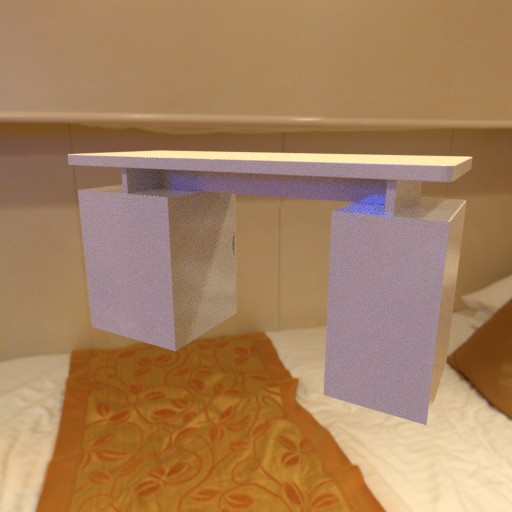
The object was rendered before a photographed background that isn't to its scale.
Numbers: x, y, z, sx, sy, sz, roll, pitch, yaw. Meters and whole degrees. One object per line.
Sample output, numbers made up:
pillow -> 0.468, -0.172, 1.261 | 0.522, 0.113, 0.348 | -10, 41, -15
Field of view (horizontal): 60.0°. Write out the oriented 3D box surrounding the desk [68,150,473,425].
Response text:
desk -> 0.000, 0.000, 1.720 | 1.400, 0.762, 0.550 | 8, 17, 28
